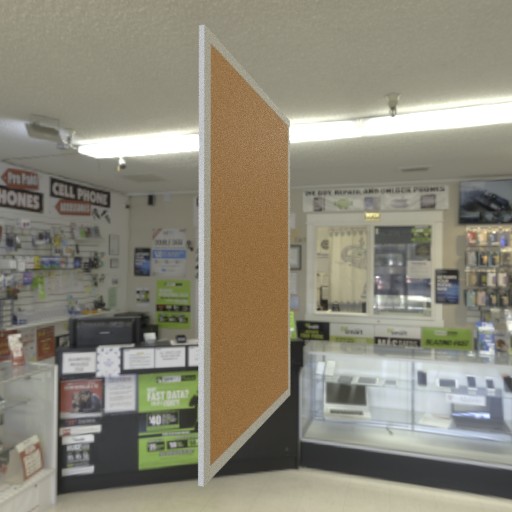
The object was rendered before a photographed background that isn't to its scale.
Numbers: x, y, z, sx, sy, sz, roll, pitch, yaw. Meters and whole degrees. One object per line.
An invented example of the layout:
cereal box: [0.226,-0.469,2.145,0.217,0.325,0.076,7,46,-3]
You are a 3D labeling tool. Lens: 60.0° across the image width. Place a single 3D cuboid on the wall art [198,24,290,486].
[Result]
wall art: [0.000,0.000,1.213,0.013,0.940,0.659,0,-1,20]
